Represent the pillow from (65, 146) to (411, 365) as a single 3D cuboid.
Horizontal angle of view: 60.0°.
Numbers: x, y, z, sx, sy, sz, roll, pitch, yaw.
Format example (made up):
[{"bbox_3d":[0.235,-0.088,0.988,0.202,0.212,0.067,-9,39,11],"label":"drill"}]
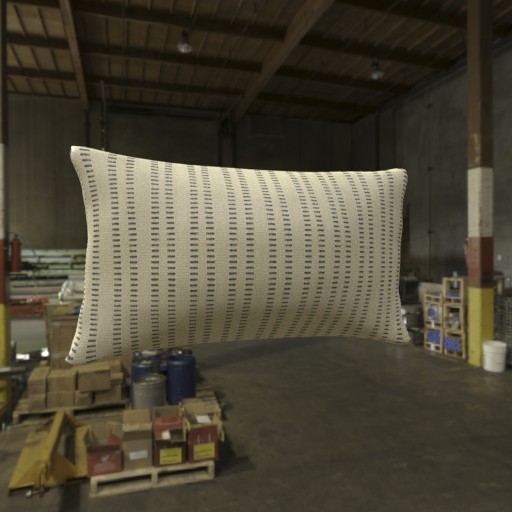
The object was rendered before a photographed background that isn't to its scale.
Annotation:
[{"bbox_3d":[0.000,0.000,0.809,0.640,0.353,0.210,0,0,-18],"label":"pillow"}]
